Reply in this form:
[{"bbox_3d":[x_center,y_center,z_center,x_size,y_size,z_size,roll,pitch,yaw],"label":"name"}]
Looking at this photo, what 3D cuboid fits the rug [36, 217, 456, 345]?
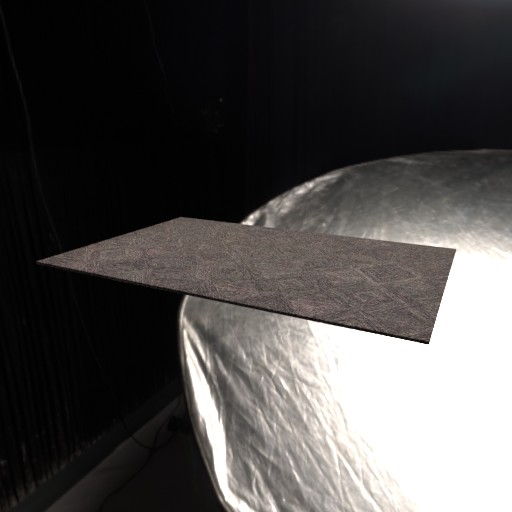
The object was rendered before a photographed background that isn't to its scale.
[{"bbox_3d":[0.000,0.000,2.880,2.298,0.017,1.501,8,19,26],"label":"rug"}]
